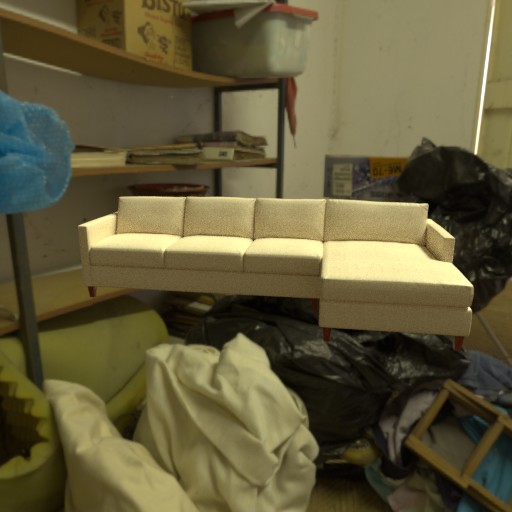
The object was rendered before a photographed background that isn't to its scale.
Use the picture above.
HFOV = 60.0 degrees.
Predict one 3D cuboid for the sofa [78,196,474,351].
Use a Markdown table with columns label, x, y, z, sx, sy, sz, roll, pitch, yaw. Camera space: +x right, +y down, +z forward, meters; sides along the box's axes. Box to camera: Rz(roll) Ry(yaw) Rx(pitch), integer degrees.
| label | x | y | z | sx | sy | sz | roll | pitch | yaw |
| --- | --- | --- | --- | --- | --- | --- | --- | --- | --- |
| sofa | 0.000 | 0.000 | 4.199 | 3.471 | 0.954 | 1.603 | 2 | 15 | 9 |
